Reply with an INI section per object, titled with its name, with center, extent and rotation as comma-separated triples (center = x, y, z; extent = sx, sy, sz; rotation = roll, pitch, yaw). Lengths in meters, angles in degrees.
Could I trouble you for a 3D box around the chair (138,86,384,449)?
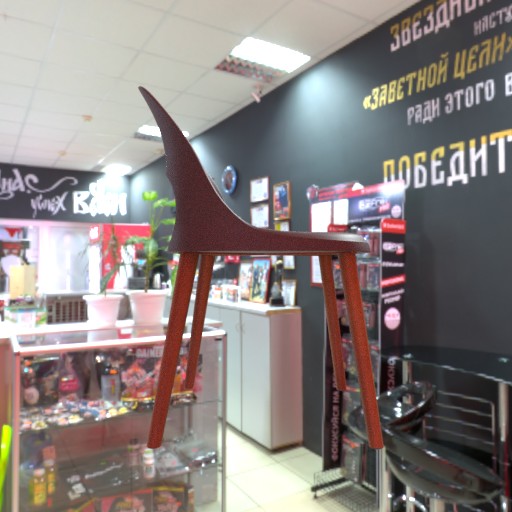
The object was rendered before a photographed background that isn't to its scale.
[chair]
center = 0.000, 0.000, 1.127
extent = 0.556, 0.795, 0.470
rotation = 0, -1, 1
